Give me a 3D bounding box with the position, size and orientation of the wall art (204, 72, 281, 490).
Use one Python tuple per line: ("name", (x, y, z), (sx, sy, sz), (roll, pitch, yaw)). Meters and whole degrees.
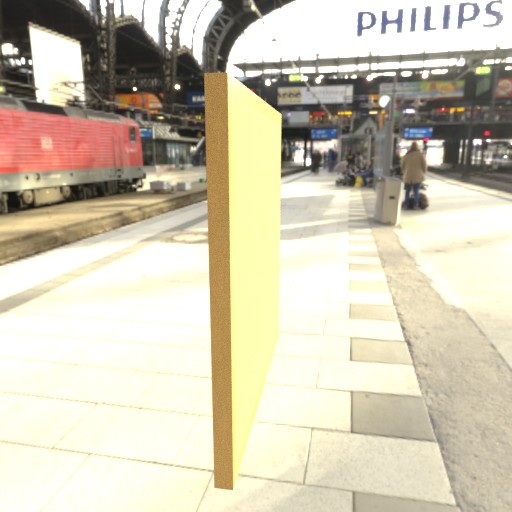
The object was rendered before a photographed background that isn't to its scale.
("wall art", (0.000, 0.000, 2.913), (0.097, 1.936, 1.935), (2, 13, 9))
